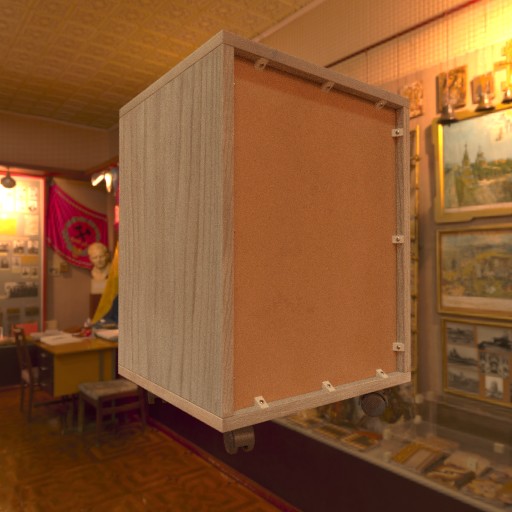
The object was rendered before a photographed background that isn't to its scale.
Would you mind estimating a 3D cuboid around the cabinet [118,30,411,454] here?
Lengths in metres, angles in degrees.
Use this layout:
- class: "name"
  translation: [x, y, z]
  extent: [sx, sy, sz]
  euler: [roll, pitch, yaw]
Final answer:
- class: "cabinet"
  translation: [0.000, 0.000, 0.852]
  extent: [0.409, 0.579, 0.401]
  euler: [1, -1, -37]
